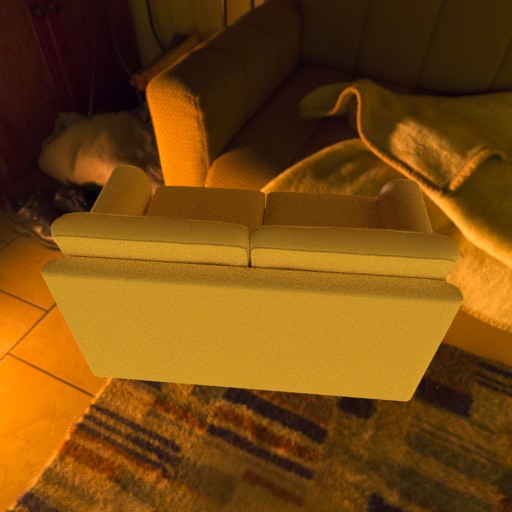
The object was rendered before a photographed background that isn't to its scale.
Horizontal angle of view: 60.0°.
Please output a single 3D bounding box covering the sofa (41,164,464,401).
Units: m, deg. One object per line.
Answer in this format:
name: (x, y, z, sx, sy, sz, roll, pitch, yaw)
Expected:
sofa: (0.000, 0.000, 2.261, 1.727, 0.940, 0.991, 4, 46, 3)
